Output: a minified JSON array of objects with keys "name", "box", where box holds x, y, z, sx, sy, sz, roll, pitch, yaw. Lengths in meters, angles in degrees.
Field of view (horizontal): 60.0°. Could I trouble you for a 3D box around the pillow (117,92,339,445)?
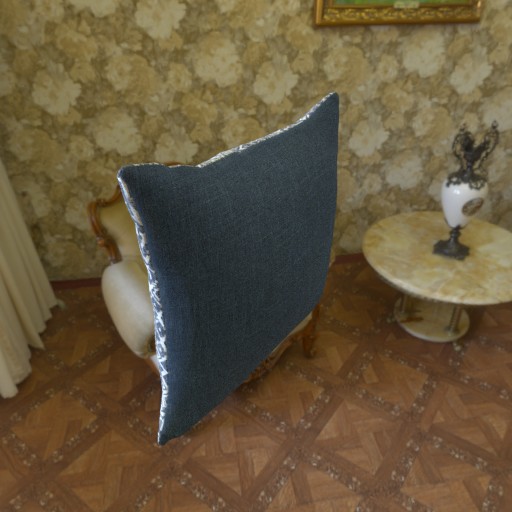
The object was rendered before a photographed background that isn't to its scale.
[{"name":"pillow","box":[0.000,0.000,0.800,0.180,0.487,0.546,20,37,30]}]
